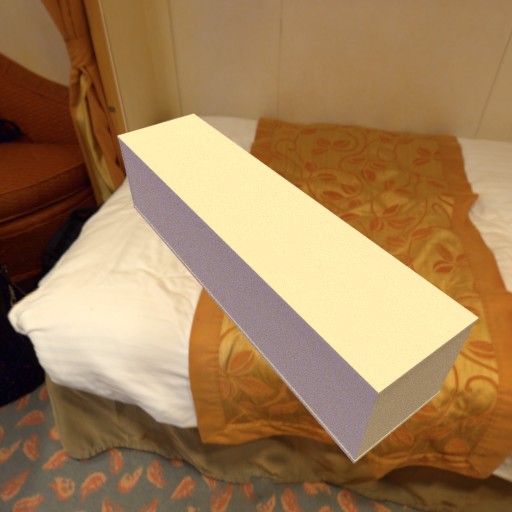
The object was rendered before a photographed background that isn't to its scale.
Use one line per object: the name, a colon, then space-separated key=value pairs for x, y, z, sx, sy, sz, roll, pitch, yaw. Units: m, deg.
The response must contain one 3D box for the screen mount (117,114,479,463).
screen mount: x=0.000 y=0.000 z=1.807 sx=0.418 sy=0.520 sz=1.600 roll=-26 pitch=48 yaw=-25
